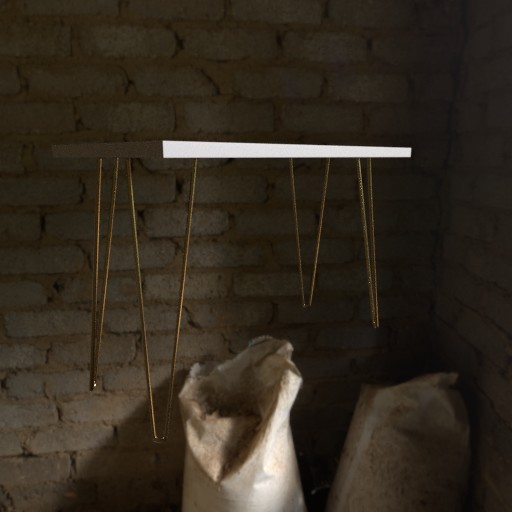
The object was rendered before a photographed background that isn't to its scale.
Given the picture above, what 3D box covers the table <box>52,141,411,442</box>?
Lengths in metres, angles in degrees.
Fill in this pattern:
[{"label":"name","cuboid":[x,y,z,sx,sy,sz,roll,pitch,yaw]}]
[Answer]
[{"label":"table","cuboid":[0.000,0.000,1.381,0.498,0.660,0.991,12,17,43]}]
